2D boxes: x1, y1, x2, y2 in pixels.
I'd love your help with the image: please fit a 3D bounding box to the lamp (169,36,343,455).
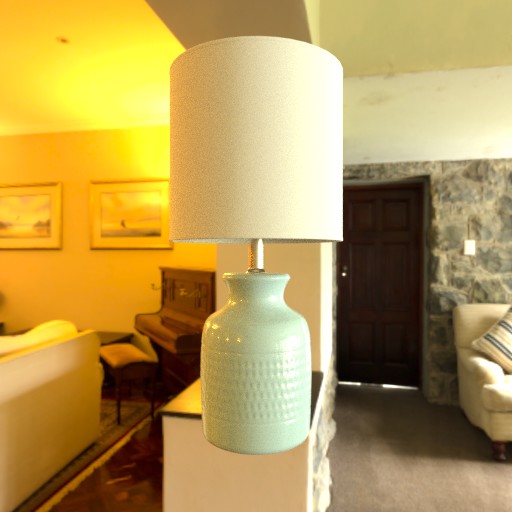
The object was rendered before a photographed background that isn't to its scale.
[{"bbox_3d":[0.000,0.000,1.086,0.418,0.871,0.418,0,0,-37],"label":"lamp"}]
